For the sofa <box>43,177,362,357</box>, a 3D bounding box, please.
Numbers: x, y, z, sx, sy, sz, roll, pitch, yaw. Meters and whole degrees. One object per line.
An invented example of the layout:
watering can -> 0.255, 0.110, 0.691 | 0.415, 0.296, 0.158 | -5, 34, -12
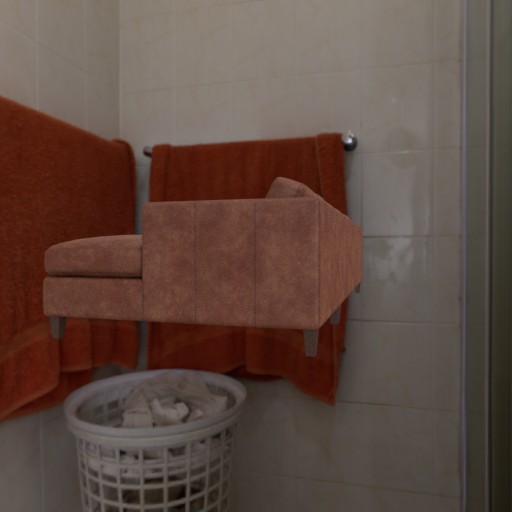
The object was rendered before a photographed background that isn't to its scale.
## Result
sofa -> 0.000, 0.000, 3.783 | 1.581, 0.883, 3.203 | 0, 1, 17
